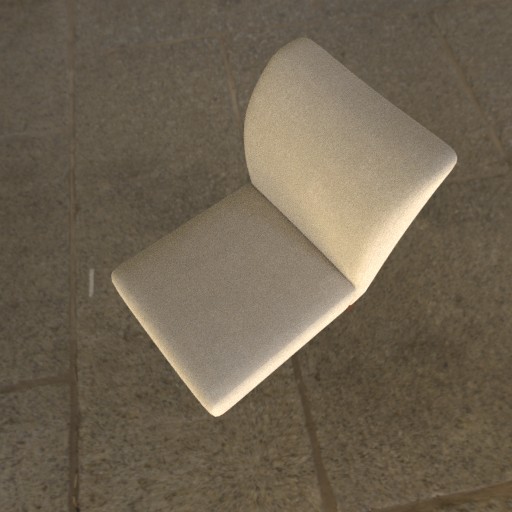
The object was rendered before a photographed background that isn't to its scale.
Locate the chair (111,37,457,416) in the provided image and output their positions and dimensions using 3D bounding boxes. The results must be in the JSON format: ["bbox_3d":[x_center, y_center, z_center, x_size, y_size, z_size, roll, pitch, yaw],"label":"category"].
[{"bbox_3d":[0.000,0.000,1.307,0.754,0.833,0.521,-37,69,-16],"label":"chair"}]
